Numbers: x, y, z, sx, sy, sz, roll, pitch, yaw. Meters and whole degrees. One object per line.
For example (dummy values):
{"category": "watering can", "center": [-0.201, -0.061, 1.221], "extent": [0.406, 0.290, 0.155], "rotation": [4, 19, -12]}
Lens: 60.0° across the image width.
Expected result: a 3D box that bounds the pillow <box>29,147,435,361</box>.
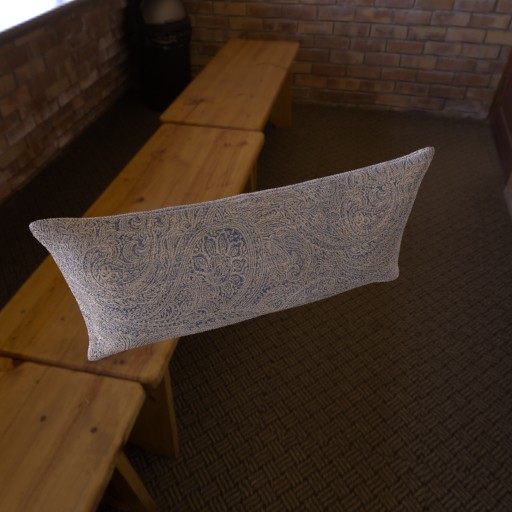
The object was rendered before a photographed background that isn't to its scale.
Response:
{"category": "pillow", "center": [0.000, 0.000, 0.739], "extent": [0.615, 0.295, 0.151], "rotation": [-13, 43, -15]}
